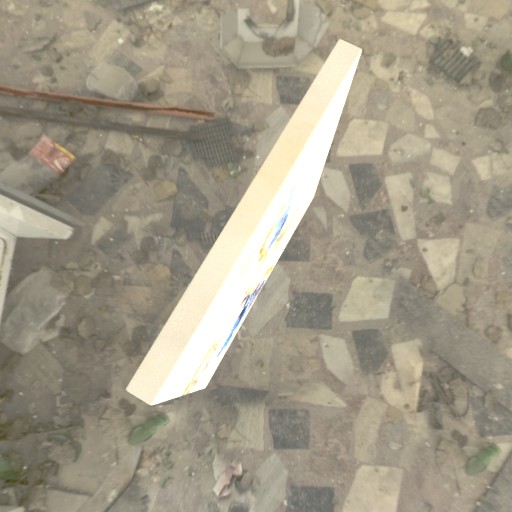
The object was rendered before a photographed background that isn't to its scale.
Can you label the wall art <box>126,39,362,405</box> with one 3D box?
[{"bbox_3d":[0.000,0.000,1.609,0.071,1.061,1.061,29,77,7],"label":"wall art"}]
